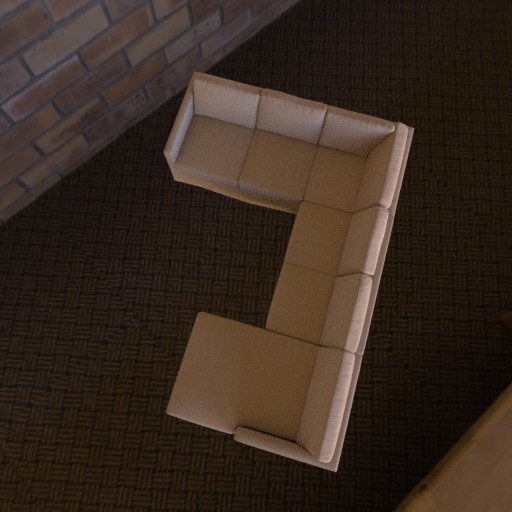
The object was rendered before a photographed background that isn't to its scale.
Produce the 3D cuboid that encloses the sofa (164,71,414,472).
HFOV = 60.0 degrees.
[{"bbox_3d":[0.000,0.000,4.510,2.427,0.882,3.460,16,76,4],"label":"sofa"}]
